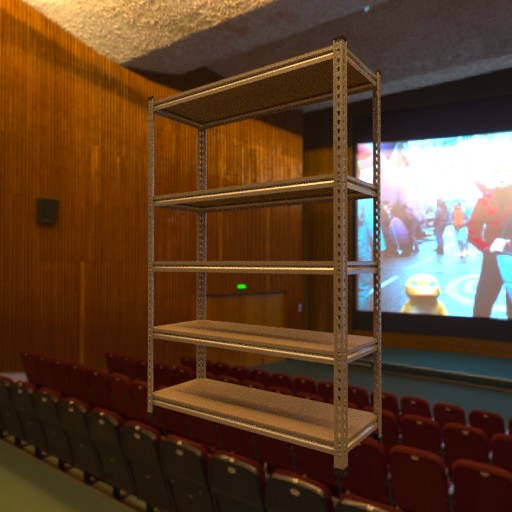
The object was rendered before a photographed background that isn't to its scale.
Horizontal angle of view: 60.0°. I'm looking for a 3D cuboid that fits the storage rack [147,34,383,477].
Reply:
[{"bbox_3d":[0.000,0.000,2.370,1.219,1.829,0.457,-1,-1,36],"label":"storage rack"}]
